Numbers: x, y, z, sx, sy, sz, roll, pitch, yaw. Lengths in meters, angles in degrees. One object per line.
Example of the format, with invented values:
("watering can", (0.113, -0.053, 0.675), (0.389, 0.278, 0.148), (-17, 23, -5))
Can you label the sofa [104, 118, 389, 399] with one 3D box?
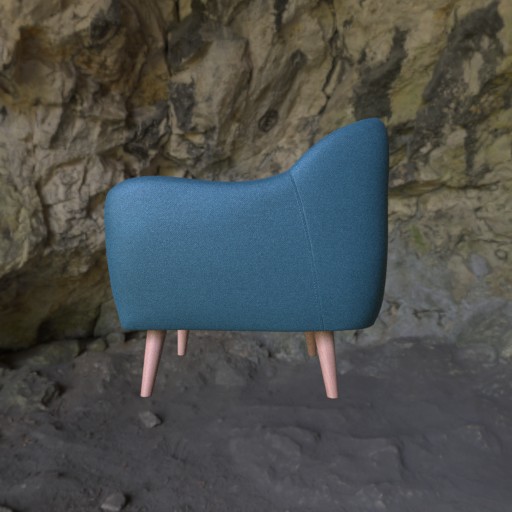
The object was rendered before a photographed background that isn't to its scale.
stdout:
("sofa", (0.000, 0.000, 1.559), (0.825, 0.817, 0.836), (0, 0, 1))
